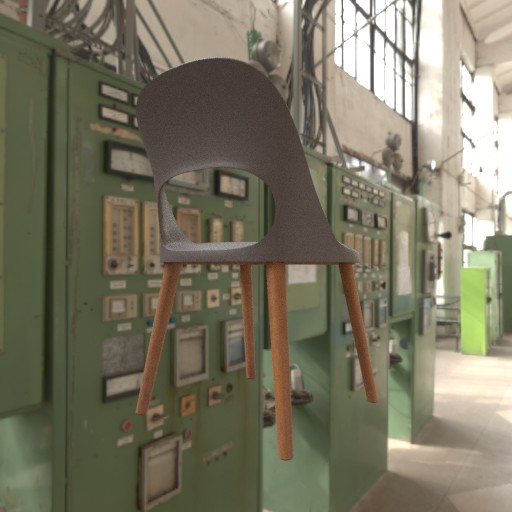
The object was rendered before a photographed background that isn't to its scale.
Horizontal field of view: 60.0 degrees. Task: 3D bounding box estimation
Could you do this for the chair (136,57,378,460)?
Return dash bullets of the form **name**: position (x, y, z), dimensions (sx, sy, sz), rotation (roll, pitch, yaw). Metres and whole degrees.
- **chair**: position (0.000, 0.000, 1.145), dimensions (0.470, 0.794, 0.556), rotation (-1, -2, 37)
